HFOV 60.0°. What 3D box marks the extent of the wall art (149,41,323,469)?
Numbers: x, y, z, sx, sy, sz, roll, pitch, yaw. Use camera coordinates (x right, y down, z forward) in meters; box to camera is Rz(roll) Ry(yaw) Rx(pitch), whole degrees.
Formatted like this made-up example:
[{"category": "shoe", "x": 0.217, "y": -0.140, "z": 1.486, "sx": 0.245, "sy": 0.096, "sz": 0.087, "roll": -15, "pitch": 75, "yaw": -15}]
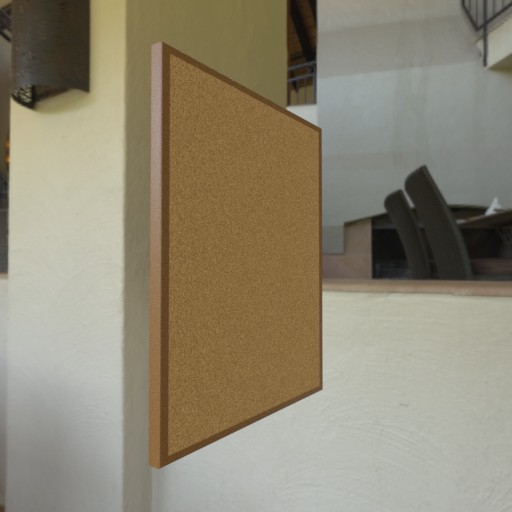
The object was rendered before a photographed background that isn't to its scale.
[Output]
[{"category": "wall art", "x": 0.000, "y": 0.000, "z": 0.755, "sx": 0.021, "sy": 0.550, "sz": 0.449, "roll": -1, "pitch": -2, "yaw": 36}]
